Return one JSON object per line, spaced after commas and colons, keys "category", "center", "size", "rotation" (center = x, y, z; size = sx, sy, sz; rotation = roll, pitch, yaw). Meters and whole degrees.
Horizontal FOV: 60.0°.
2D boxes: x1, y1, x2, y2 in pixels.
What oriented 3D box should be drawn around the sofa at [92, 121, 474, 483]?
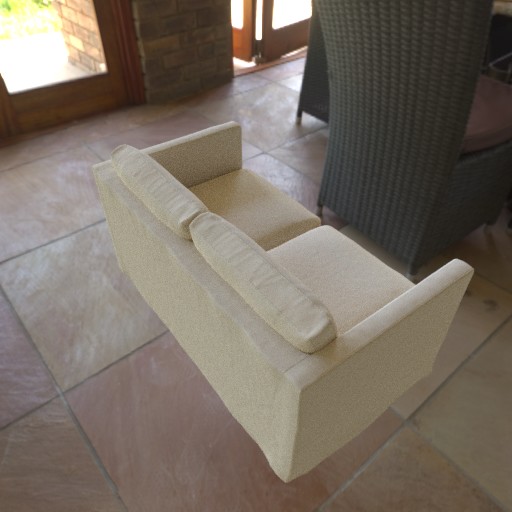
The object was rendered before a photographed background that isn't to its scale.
{"category": "sofa", "center": [0.000, 0.000, 2.270], "size": [0.962, 0.834, 1.746], "rotation": [-26, 48, -27]}
